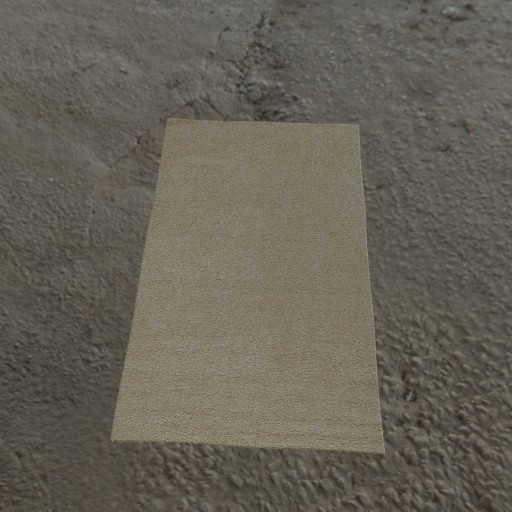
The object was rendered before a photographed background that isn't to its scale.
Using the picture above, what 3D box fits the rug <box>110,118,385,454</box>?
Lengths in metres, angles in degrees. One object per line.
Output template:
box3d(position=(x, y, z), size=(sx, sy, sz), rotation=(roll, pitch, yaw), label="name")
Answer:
box3d(position=(0.000, 0.000, 2.948), size=(1.500, 0.025, 2.346), rotation=(2, 63, 1), label="rug")
